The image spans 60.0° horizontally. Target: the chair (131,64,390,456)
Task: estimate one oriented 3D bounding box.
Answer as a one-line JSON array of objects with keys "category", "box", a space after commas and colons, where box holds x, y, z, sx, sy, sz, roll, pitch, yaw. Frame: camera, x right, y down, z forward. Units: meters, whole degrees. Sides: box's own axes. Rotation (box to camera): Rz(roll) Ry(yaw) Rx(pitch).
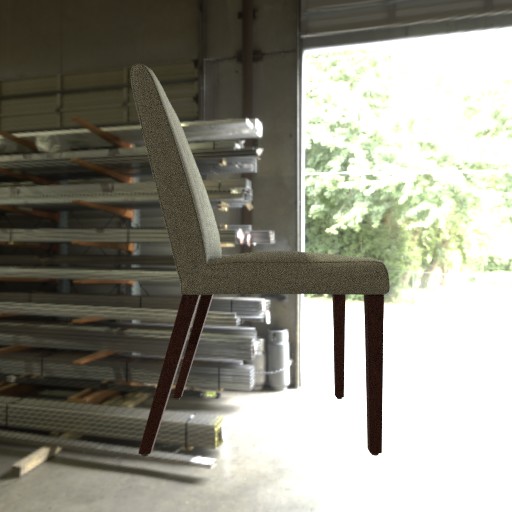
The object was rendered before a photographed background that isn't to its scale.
[{"category": "chair", "box": [0.000, 0.000, 1.212, 0.594, 0.900, 0.480, 0, -1, 0]}]
